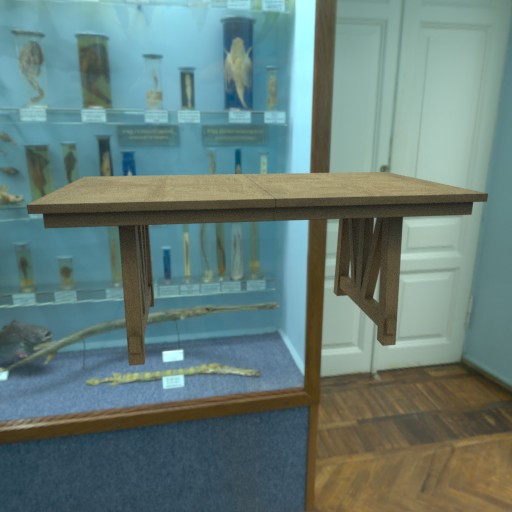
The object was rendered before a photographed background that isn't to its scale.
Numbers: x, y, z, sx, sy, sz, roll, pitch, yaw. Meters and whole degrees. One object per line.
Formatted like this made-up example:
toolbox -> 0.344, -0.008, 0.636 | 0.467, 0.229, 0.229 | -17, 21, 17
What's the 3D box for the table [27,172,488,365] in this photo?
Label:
table -> 0.000, 0.000, 2.371 | 1.881, 0.768, 1.016 | -2, 16, -9
